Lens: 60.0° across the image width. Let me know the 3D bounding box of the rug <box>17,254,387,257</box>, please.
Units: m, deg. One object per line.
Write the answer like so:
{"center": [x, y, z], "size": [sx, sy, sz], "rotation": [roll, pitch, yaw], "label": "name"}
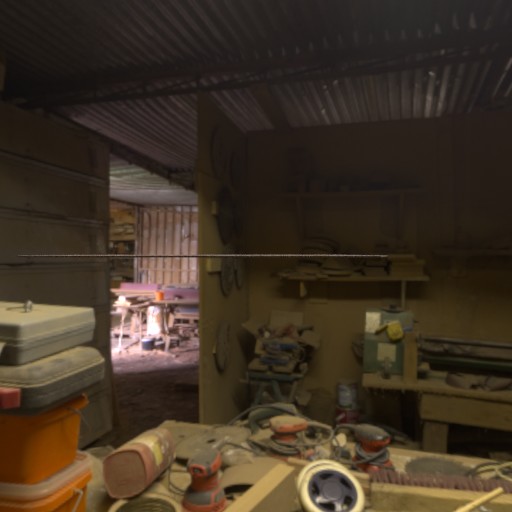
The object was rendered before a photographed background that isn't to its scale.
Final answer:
{"center": [0.000, 0.000, 4.224], "size": [2.382, 0.018, 3.294], "rotation": [0, 0, 17], "label": "rug"}
